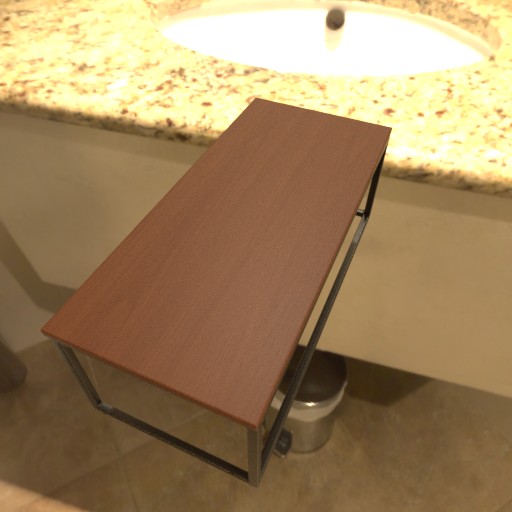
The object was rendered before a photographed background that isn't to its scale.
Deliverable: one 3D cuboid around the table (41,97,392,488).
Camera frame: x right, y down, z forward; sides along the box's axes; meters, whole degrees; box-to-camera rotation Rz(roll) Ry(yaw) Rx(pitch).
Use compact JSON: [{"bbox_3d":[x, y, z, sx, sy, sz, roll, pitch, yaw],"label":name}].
[{"bbox_3d":[0.000,0.000,1.348,0.500,0.400,1.100,18,50,16],"label":"table"}]
